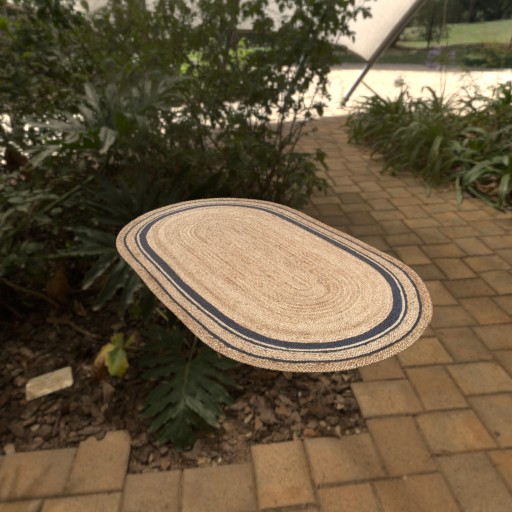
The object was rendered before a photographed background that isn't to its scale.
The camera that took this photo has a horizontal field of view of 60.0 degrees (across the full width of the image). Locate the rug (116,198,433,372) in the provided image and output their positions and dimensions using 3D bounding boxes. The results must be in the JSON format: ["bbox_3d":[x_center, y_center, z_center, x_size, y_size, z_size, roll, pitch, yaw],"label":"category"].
[{"bbox_3d":[0.000,0.000,3.007,1.520,0.006,2.432,-18,32,-30],"label":"rug"}]
